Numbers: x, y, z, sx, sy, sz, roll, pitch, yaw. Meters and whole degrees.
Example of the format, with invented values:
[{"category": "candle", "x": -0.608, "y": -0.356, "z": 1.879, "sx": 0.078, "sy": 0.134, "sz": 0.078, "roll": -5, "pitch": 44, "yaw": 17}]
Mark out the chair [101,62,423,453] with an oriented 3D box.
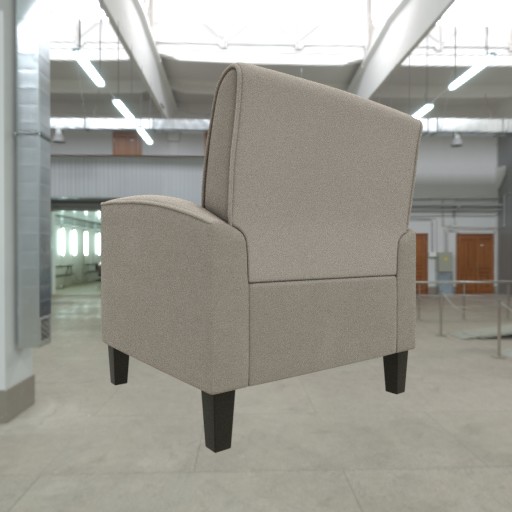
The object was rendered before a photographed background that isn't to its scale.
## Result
[{"category": "chair", "x": 0.000, "y": 0.000, "z": 1.524, "sx": 0.820, "sy": 0.915, "sz": 0.820, "roll": 0, "pitch": 1, "yaw": -37}]
